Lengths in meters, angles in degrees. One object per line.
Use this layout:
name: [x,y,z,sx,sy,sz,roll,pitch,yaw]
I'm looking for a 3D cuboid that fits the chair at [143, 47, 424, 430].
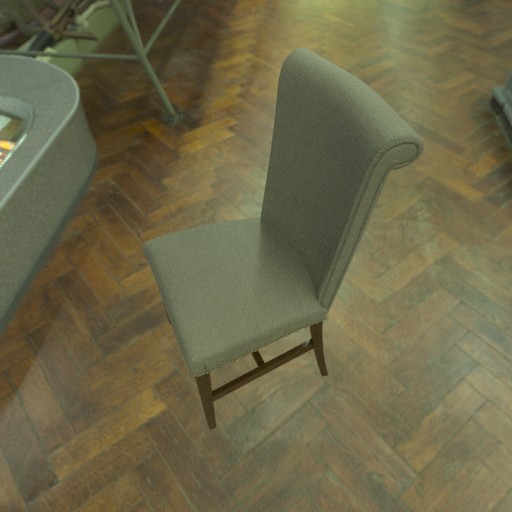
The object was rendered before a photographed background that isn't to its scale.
chair: [0.000,0.000,1.351,0.608,0.988,0.513,-18,50,-16]
